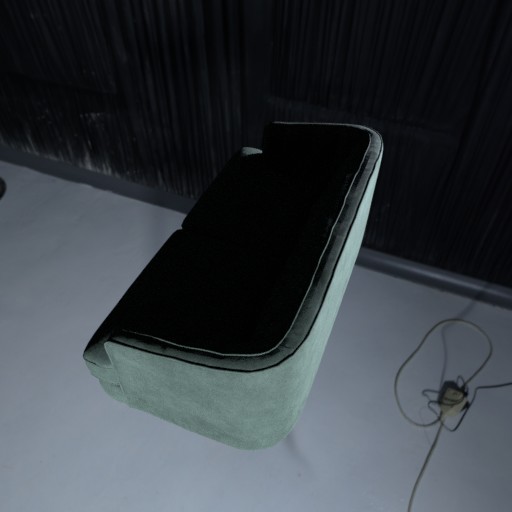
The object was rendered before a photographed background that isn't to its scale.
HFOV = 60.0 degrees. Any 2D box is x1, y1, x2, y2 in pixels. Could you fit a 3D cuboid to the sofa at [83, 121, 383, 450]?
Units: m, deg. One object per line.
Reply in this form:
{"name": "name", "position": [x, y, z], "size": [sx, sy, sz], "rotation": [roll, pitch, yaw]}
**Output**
{"name": "sofa", "position": [0.000, 0.000, 2.306], "size": [0.941, 0.855, 1.733], "rotation": [17, 49, 15]}
